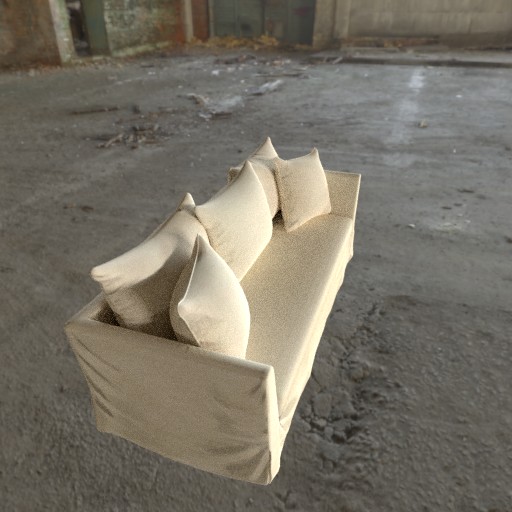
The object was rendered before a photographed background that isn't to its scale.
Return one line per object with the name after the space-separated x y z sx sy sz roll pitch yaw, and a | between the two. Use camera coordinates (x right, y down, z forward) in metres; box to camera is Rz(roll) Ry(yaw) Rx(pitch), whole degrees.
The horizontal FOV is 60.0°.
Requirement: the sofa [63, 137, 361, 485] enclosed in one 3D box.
0.000 0.000 2.962 1.030 1.042 2.484 10 31 17 | sofa
